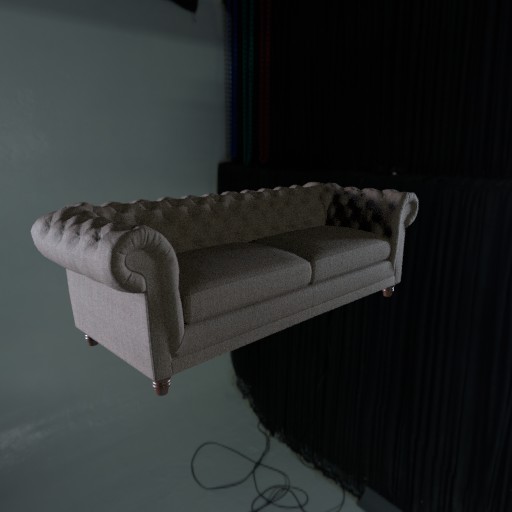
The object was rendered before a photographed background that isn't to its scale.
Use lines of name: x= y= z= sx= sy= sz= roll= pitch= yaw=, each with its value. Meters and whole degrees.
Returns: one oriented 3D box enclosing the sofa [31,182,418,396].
sofa: x=0.000 y=0.000 z=2.785 sx=2.385 sy=0.787 sz=0.944 roll=-13 pitch=19 yaw=-42
